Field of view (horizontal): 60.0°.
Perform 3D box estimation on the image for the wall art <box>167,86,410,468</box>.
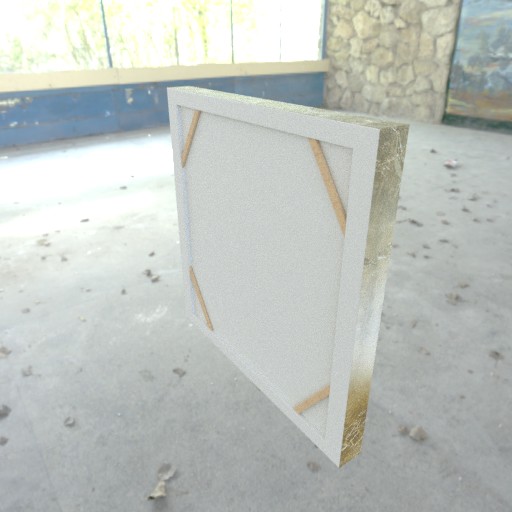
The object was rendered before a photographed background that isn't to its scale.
[{"bbox_3d":[0.000,0.000,0.611,0.038,0.407,0.405,-17,31,-31],"label":"wall art"}]
